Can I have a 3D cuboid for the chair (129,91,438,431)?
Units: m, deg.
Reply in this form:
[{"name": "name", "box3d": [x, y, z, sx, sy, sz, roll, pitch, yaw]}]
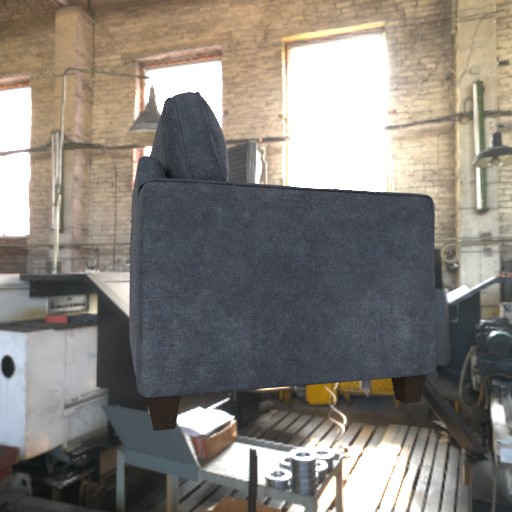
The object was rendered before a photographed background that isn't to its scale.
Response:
[{"name": "chair", "box3d": [0.000, 0.000, 1.748, 0.939, 0.965, 1.015, 1, -2, -17]}]
